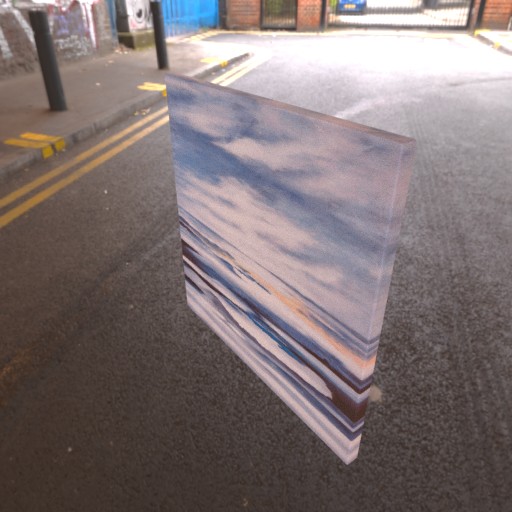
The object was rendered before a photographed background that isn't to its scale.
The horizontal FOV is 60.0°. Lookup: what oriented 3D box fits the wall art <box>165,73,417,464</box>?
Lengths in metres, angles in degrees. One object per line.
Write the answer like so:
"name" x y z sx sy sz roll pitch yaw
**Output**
"wall art" 0.000 0.000 1.086 0.035 0.747 0.747 -21 37 -31
